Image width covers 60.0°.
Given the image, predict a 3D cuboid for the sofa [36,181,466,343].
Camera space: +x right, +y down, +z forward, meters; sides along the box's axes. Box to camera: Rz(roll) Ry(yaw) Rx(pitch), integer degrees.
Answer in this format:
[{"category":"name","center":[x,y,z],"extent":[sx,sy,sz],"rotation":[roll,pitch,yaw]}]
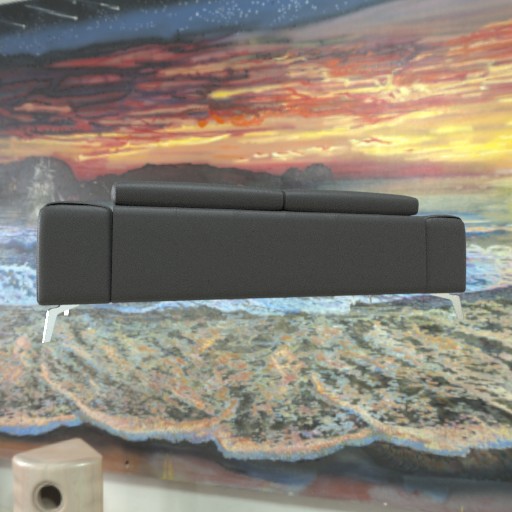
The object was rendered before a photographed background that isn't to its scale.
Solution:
[{"category":"sofa","center":[0.000,0.000,2.741],"extent":[2.321,0.759,1.023],"rotation":[0,0,-18]}]
